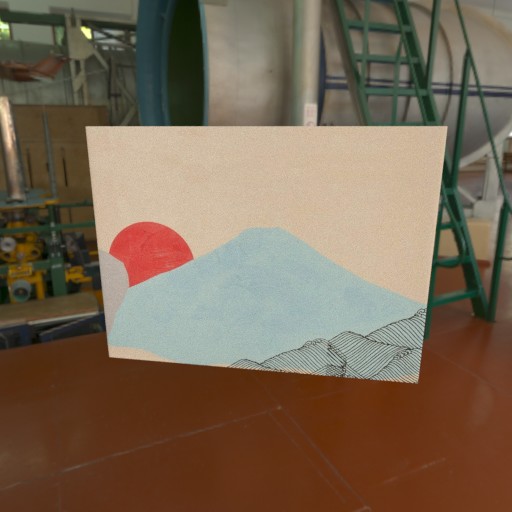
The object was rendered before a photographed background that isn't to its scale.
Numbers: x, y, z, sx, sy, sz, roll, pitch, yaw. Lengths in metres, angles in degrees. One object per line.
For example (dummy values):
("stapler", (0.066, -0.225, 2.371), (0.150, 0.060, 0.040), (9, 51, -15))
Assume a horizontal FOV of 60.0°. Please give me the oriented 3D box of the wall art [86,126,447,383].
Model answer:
("wall art", (0.000, 0.000, 1.625), (1.219, 0.912, 0.042), (3, 16, 9))
